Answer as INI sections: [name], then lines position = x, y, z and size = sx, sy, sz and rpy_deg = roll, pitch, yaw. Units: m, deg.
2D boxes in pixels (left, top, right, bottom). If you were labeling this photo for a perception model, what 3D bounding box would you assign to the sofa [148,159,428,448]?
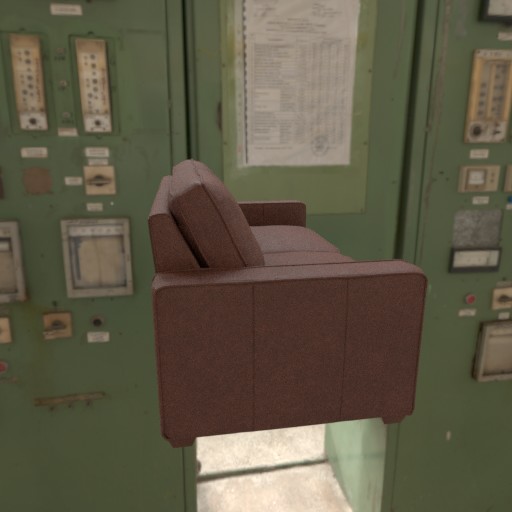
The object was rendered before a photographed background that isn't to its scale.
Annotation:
[sofa]
position = 0.000, 0.000, 2.259
size = 0.947, 0.918, 1.709
rpy_deg = -3, 16, -9
